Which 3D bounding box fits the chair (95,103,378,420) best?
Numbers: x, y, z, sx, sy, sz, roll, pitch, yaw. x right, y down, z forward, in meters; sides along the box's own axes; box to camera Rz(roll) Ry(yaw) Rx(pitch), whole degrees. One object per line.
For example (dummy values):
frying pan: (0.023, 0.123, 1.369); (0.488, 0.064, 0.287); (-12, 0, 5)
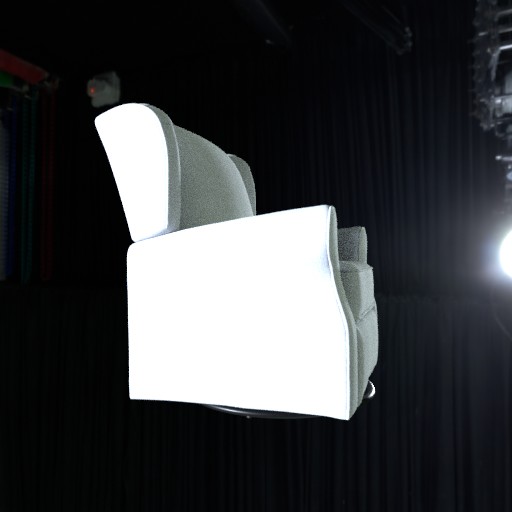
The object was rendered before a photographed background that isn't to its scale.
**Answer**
chair: (0.000, 0.000, 1.655); (0.854, 0.967, 0.906); (0, -1, 20)
